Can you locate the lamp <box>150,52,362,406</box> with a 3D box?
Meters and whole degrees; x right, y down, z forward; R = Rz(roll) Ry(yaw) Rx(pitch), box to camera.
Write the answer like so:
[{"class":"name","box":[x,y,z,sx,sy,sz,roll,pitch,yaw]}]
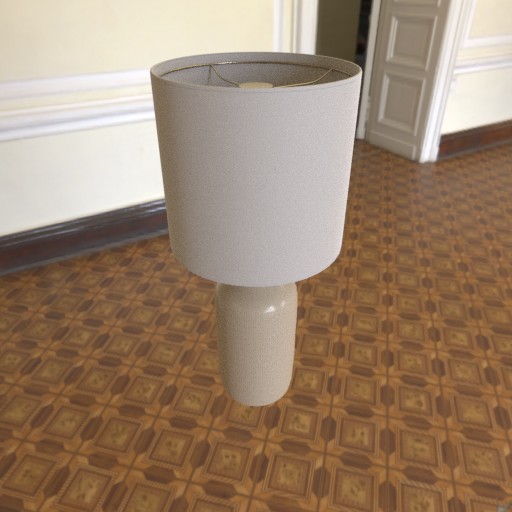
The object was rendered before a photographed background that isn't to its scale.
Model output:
[{"class":"lamp","box":[0.000,0.000,0.596,0.220,0.475,0.220,-10,33,-15]}]
